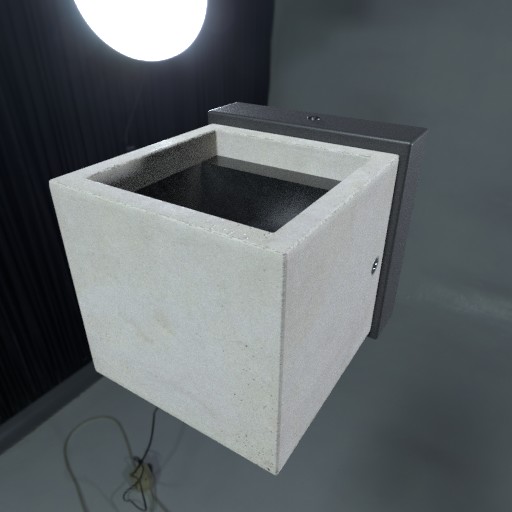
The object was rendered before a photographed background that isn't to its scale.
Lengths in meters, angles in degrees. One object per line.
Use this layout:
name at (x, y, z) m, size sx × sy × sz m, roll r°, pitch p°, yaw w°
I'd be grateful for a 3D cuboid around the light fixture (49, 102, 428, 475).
light fixture at (0.000, 0.000, 0.235) m, size 0.121 × 0.121 × 0.143 m, roll 18°, pitch 35°, yaw 28°
